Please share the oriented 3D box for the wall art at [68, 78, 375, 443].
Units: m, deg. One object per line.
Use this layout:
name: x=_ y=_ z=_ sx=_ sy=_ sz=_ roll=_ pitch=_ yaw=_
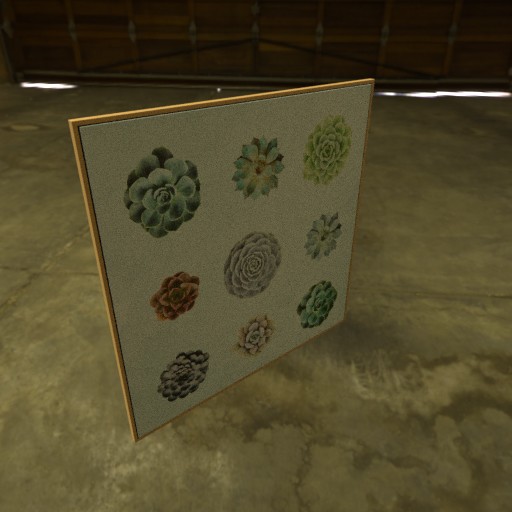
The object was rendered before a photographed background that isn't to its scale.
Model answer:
wall art: x=0.000 y=0.000 z=0.948 sx=0.657 sy=0.655 sz=0.014 roll=-22 pitch=36 yaw=-33
